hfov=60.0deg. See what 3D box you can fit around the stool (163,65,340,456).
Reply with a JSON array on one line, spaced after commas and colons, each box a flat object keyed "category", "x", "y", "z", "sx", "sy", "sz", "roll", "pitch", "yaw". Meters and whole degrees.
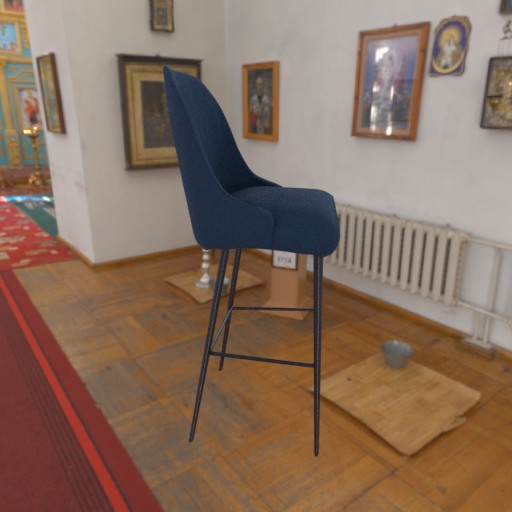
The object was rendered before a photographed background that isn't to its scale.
[{"category": "stool", "x": 0.000, "y": 0.000, "z": 1.373, "sx": 0.489, "sy": 1.079, "sz": 0.527, "roll": 2, "pitch": 17, "yaw": 8}]
